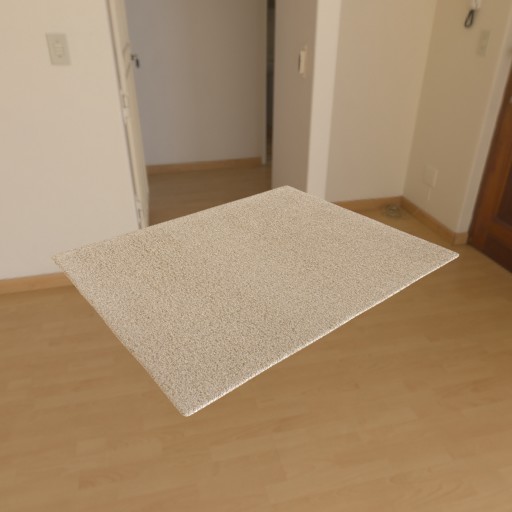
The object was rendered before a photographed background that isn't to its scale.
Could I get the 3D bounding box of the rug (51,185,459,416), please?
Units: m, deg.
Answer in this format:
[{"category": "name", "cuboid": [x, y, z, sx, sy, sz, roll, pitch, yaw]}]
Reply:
[{"category": "rug", "cuboid": [0.000, 0.000, 4.216, 3.047, 0.029, 2.438, -22, 36, -33]}]
